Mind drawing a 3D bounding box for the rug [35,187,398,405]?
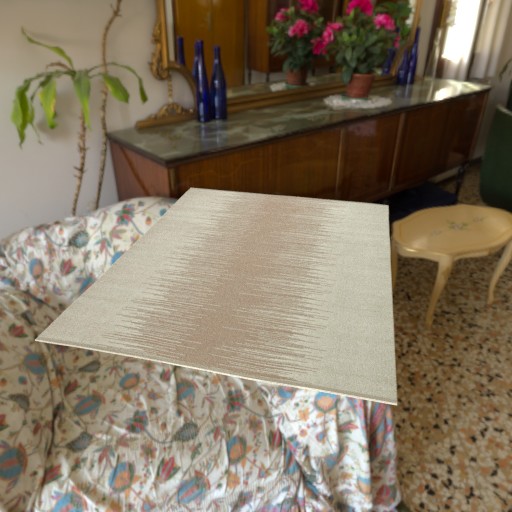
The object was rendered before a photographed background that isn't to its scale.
[{"bbox_3d":[0.000,0.000,4.124,2.438,0.013,3.048,7,30,12],"label":"rug"}]
